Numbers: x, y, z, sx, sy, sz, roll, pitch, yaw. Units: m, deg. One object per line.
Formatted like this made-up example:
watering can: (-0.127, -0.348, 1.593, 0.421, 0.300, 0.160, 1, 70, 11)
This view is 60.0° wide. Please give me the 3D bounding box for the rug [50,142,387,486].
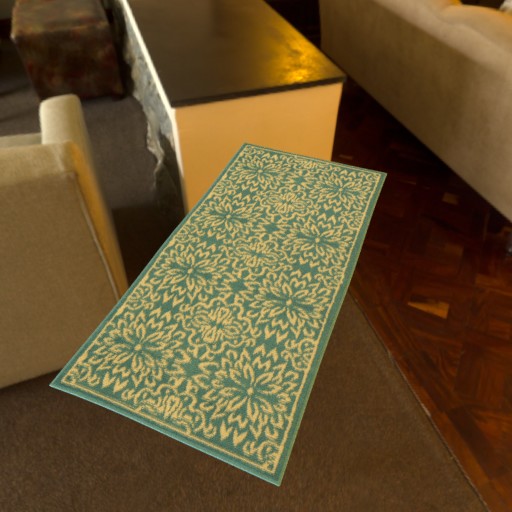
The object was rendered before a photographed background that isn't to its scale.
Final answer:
rug: (0.000, 0.000, 1.405, 0.604, 0.007, 1.219, 16, 48, 15)
